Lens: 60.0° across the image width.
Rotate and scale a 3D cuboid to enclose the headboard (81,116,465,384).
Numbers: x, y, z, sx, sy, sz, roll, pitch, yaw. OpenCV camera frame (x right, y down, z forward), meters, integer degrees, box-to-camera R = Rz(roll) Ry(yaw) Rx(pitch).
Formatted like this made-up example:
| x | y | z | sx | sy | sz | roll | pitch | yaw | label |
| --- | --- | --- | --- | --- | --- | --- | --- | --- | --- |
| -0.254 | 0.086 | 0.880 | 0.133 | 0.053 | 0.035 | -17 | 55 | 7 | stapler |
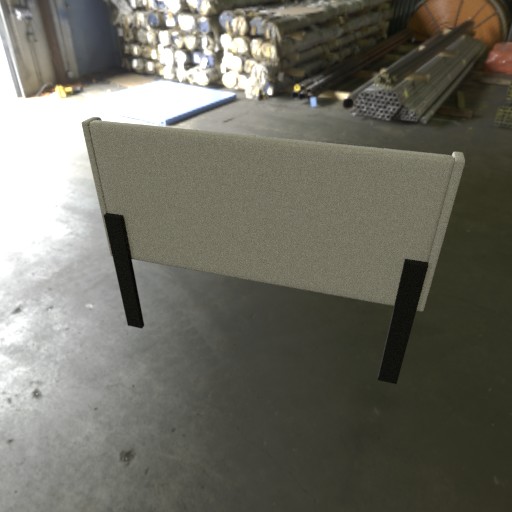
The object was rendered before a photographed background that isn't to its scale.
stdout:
| x | y | z | sx | sy | sz | roll | pitch | yaw | label |
| --- | --- | --- | --- | --- | --- | --- | --- | --- | --- |
| 0.000 | 0.000 | 2.757 | 2.051 | 1.524 | 0.184 | 9 | 35 | 13 | headboard |
